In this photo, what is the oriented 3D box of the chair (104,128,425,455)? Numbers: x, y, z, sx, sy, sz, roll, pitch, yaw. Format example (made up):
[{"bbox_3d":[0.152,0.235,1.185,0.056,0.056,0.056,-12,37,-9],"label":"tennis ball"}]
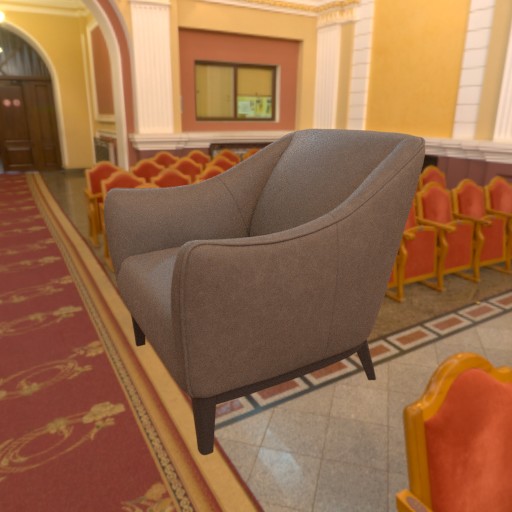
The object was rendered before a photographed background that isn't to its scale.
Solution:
[{"bbox_3d":[0.000,0.000,1.535,0.852,0.830,0.871,-10,20,-27],"label":"chair"}]
